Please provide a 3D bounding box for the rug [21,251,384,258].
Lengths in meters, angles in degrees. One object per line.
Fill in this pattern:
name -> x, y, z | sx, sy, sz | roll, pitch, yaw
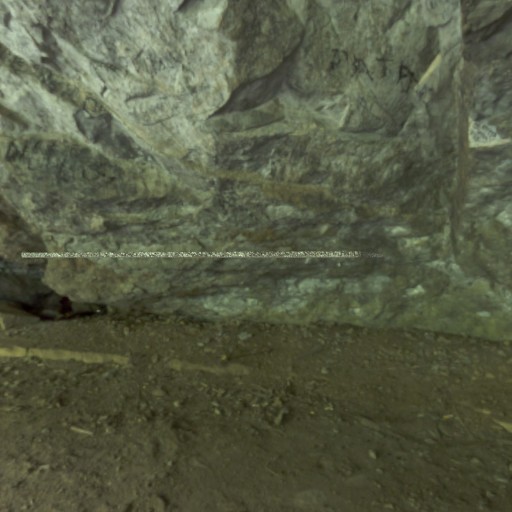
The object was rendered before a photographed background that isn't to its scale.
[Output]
rug -> 0.000, 0.000, 3.398 | 1.802, 0.026, 2.699 | 0, 0, 18
